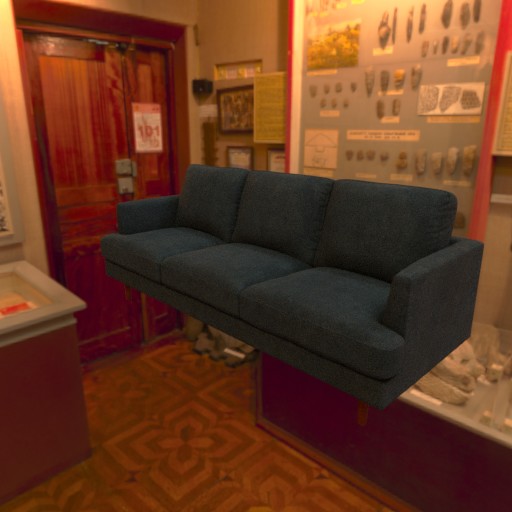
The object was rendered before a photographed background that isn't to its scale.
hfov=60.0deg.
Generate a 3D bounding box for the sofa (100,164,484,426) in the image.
[{"bbox_3d":[0.000,0.000,2.621,0.903,0.930,2.246,-16,23,-42],"label":"sofa"}]
